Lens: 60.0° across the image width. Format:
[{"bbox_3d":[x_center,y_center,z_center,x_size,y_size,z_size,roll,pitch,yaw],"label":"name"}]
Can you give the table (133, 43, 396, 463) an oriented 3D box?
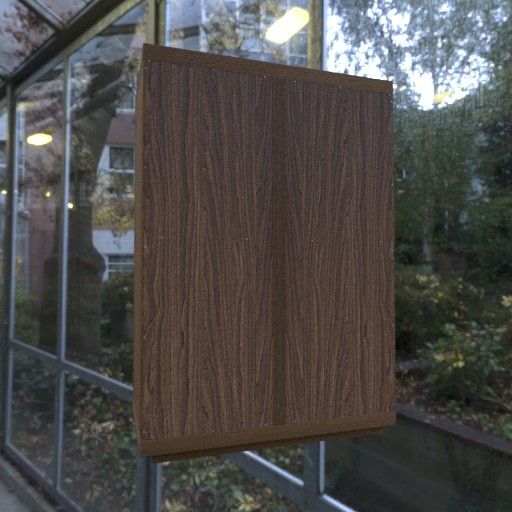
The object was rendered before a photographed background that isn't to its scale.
[{"bbox_3d":[0.000,0.000,1.736,0.901,1.294,0.524,1,-2,-18],"label":"table"}]
